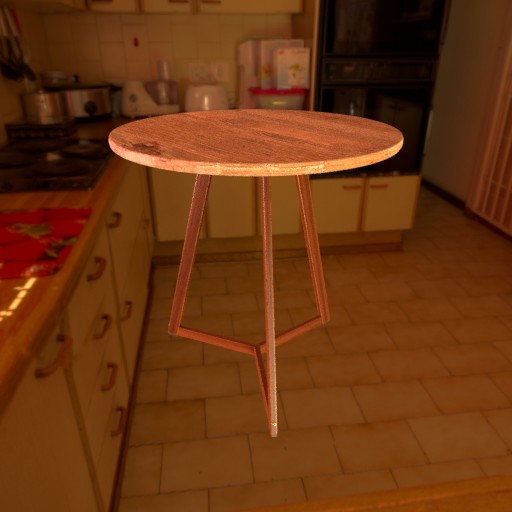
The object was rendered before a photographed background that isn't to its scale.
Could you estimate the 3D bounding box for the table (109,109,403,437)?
[{"bbox_3d":[0.000,0.000,0.892,0.500,0.500,0.500,0,26,0],"label":"table"}]
